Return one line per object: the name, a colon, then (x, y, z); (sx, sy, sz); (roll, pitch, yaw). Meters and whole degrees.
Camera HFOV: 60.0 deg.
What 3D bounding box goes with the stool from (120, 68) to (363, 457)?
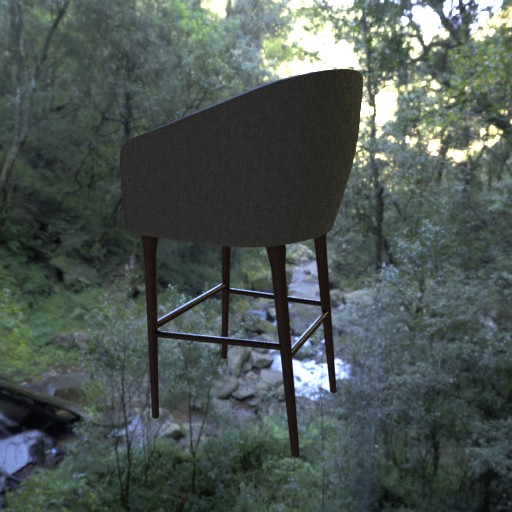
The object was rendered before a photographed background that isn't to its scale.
stool: (0.000, 0.000, 1.429); (0.607, 1.078, 0.559); (8, 17, 26)
